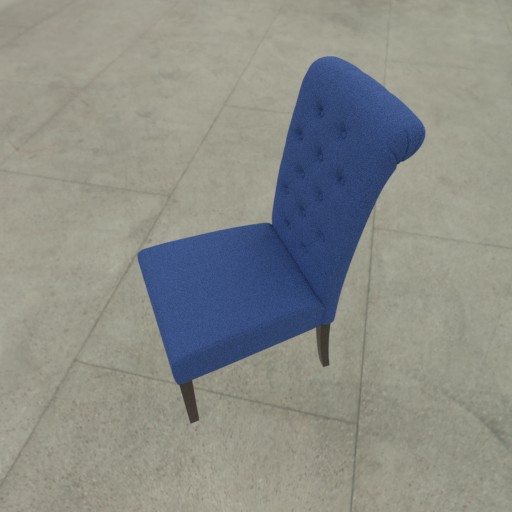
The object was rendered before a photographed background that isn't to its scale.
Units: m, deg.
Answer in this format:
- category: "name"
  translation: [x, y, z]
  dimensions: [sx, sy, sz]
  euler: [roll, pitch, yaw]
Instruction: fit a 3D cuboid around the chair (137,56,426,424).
- category: "chair"
  translation: [0.000, 0.000, 1.352]
  dimensions: [0.671, 1.006, 0.456]
  euler: [-16, 48, -15]
